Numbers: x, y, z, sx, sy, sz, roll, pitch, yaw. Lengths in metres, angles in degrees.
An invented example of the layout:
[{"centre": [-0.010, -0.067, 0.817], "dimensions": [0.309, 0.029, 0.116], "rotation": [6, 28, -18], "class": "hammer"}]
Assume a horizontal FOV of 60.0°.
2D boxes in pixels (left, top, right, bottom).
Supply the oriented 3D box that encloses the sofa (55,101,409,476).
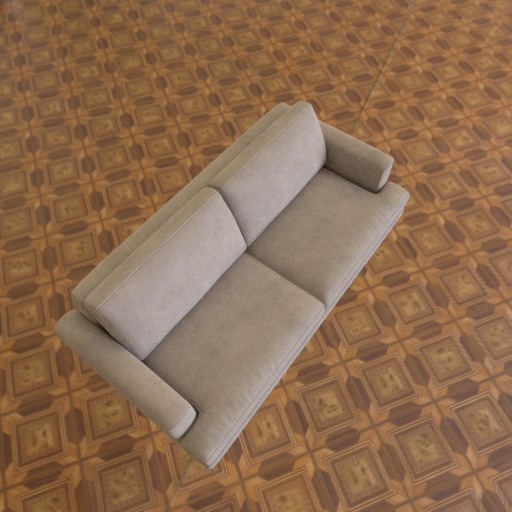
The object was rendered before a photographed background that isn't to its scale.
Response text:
[{"centre": [0.000, 0.000, 2.513], "dimensions": [0.980, 0.830, 2.013], "rotation": [33, 64, 19], "class": "sofa"}]
